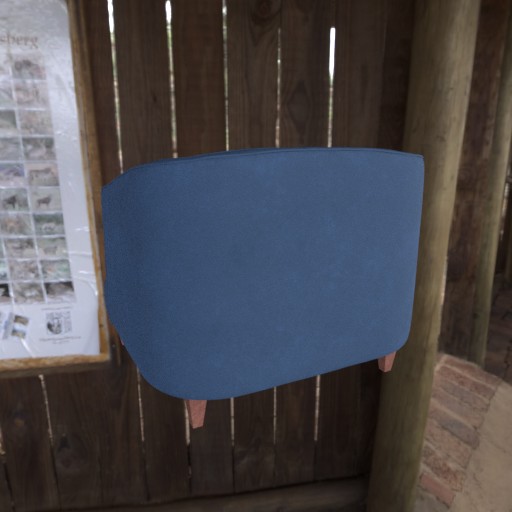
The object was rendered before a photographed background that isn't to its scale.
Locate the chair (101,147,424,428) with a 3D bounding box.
[{"bbox_3d":[0.000,0.000,1.772,1.094,0.852,0.940,-7,16,-26],"label":"chair"}]
